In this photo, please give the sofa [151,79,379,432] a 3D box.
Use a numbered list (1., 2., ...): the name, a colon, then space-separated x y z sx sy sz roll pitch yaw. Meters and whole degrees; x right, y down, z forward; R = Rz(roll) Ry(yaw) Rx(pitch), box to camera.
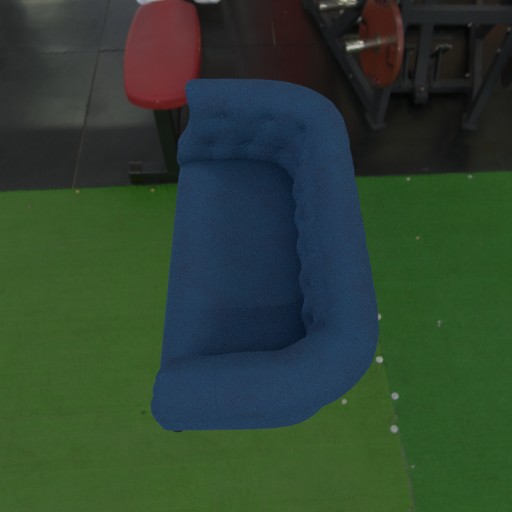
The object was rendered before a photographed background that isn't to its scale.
1. sofa: 0.000 0.000 2.032 0.835 0.827 1.558 -1 59 0
